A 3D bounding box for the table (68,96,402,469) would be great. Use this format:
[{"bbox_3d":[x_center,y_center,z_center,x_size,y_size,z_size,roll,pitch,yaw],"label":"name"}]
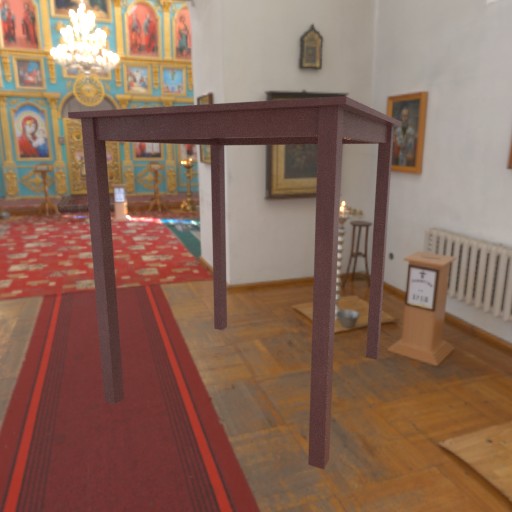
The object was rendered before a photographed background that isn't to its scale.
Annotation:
[{"bbox_3d":[0.000,0.000,1.659,0.861,0.991,0.861,6,14,25],"label":"table"}]
